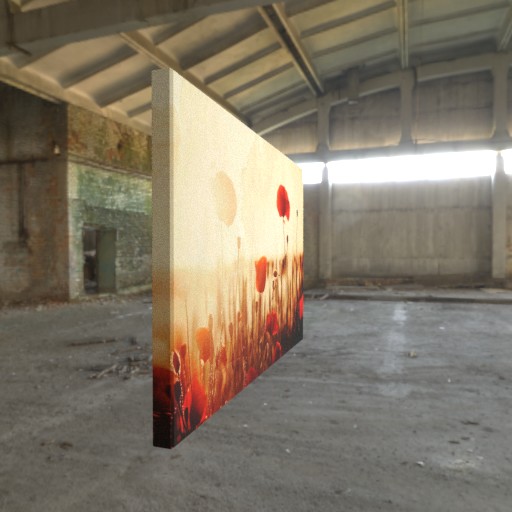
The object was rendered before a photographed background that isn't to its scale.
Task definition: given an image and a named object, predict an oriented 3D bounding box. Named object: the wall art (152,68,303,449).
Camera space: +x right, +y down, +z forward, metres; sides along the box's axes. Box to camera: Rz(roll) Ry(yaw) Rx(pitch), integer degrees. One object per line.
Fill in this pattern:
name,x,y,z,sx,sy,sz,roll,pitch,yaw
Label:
wall art,0.000,0.000,1.136,0.038,0.602,0.918,0,1,19
